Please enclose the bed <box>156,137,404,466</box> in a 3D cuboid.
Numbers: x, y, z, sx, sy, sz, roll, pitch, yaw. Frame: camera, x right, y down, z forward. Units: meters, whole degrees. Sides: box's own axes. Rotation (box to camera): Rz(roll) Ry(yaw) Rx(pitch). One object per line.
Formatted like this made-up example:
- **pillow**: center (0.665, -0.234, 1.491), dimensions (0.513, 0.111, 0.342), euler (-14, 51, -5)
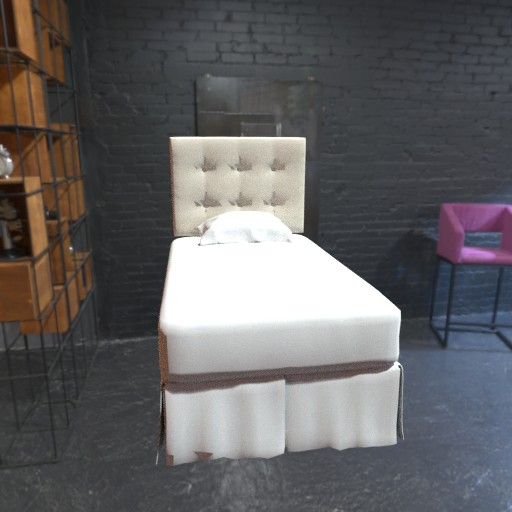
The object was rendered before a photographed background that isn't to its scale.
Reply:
- **bed**: center (0.000, 0.000, 2.944), dimensions (1.261, 1.571, 1.997), euler (-2, 14, -8)
